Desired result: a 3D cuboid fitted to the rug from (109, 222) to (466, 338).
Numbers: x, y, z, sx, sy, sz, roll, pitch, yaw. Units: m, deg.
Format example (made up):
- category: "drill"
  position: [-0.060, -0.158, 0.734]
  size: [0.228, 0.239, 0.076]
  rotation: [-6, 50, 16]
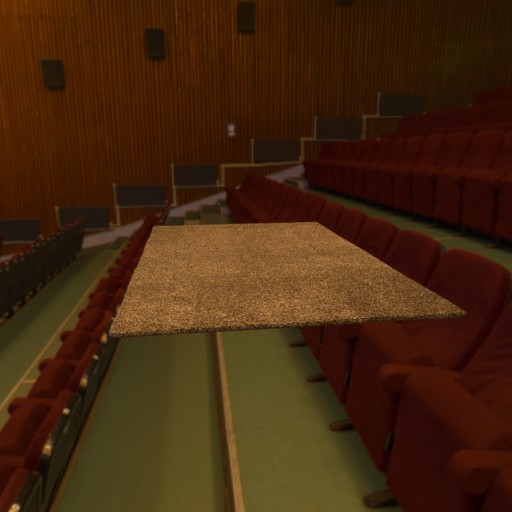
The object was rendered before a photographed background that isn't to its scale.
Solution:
- category: "rug"
  position: [0.000, 0.000, 2.939]
  size: [1.501, 0.025, 2.352]
  rotation: [-2, 14, -8]
